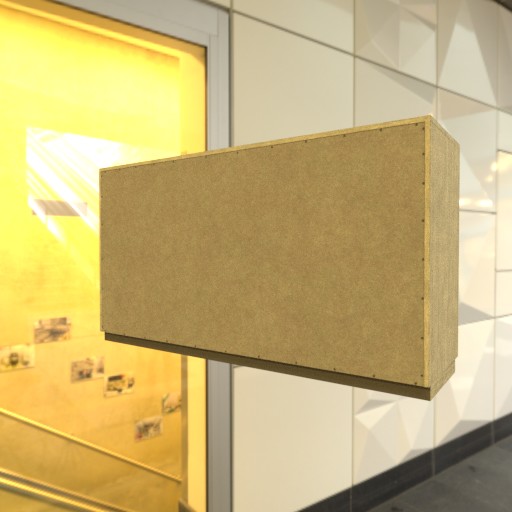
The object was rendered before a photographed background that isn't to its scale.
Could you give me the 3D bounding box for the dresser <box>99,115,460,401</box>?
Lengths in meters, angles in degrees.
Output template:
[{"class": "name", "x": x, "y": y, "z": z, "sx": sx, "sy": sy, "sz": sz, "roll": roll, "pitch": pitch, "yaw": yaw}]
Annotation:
[{"class": "dresser", "x": 0.000, "y": 0.000, "z": 2.023, "sx": 1.628, "sy": 0.889, "sz": 0.483, "roll": 1, "pitch": 1, "yaw": 34}]
